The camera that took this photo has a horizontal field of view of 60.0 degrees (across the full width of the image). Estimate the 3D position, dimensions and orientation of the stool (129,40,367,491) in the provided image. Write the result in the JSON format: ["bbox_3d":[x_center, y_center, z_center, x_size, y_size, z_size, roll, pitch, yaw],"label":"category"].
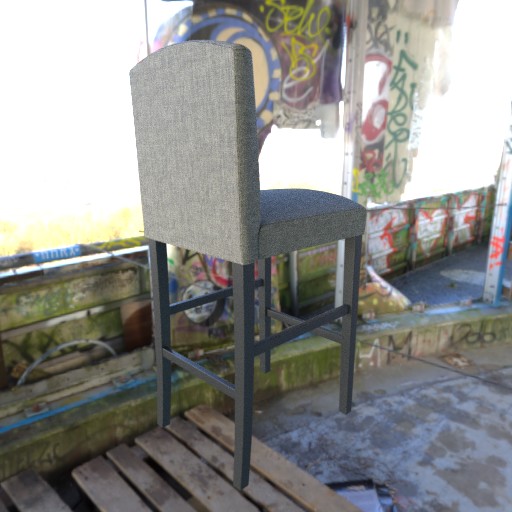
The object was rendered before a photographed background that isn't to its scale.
[{"bbox_3d":[0.000,0.000,1.368,0.552,1.138,0.451,-14,20,-43],"label":"stool"}]
